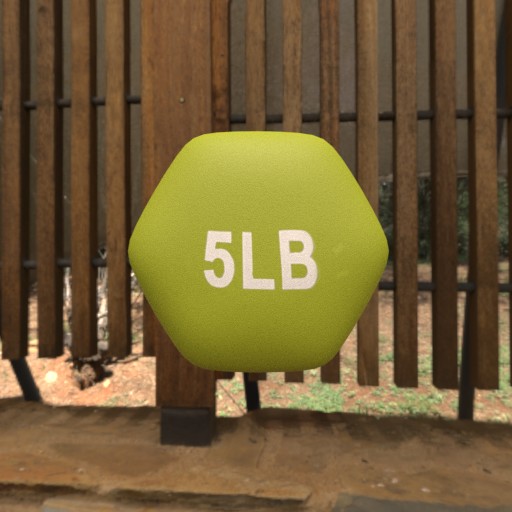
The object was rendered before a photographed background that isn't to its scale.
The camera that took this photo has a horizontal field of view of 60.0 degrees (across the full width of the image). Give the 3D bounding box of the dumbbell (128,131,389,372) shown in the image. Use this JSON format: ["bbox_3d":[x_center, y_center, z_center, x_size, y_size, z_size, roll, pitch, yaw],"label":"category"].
[{"bbox_3d":[0.000,0.000,0.202,0.080,0.072,0.164,0,-1,0],"label":"dumbbell"}]
